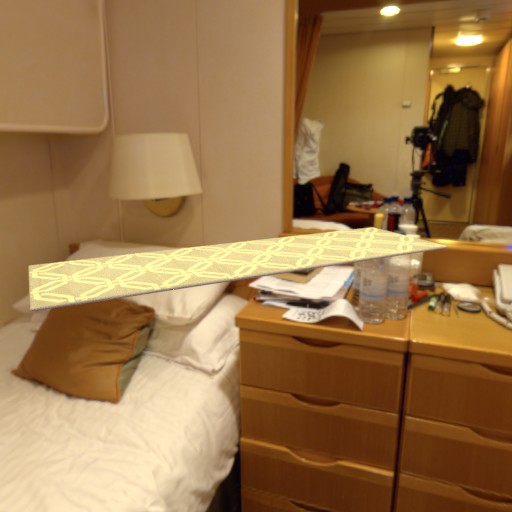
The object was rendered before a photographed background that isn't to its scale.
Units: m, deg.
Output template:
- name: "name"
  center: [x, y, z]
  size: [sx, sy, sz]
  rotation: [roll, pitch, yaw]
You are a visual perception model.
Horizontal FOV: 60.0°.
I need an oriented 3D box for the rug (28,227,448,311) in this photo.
- name: "rug"
  center: [0.000, 0.000, 2.480]
  size: [2.276, 0.014, 0.678]
  rotation: [-7, 16, -26]
